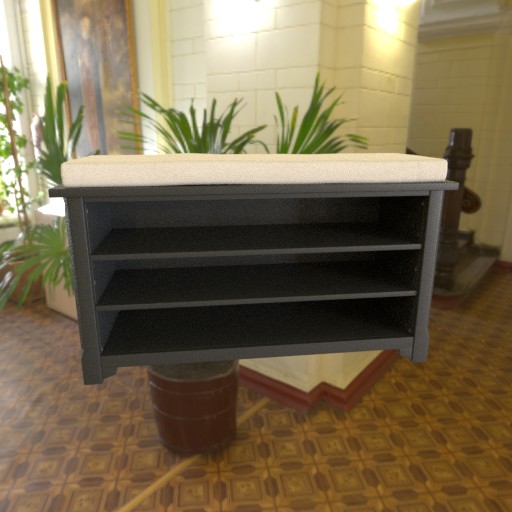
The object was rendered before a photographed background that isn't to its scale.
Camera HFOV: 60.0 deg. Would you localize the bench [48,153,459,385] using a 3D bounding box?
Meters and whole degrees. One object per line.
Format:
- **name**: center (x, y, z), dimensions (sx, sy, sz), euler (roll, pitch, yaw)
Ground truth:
- **bench**: center (0.000, 0.000, 1.265), dimensions (0.973, 0.561, 0.345), euler (-2, 16, -7)
